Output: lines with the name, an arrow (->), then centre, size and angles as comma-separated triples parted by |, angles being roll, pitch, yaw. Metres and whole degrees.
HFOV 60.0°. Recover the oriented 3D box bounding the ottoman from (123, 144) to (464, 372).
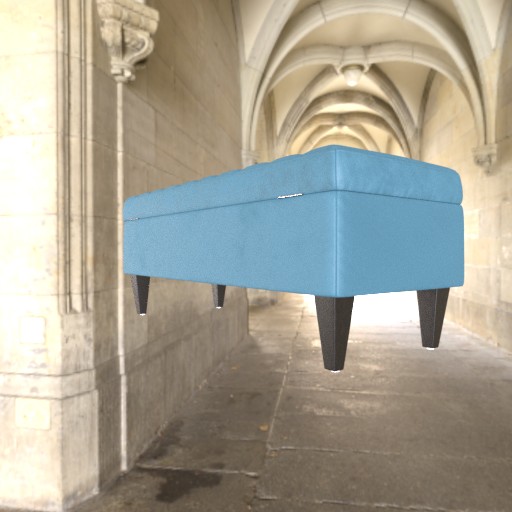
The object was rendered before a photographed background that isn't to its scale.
ottoman -> 0.000, 0.000, 1.440 | 0.482, 0.469, 1.151 | -1, 1, -37
